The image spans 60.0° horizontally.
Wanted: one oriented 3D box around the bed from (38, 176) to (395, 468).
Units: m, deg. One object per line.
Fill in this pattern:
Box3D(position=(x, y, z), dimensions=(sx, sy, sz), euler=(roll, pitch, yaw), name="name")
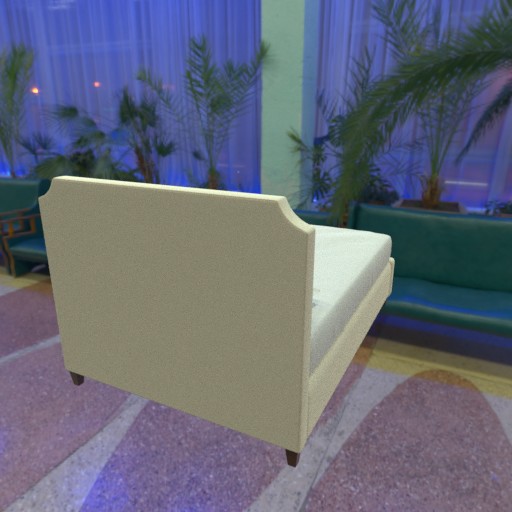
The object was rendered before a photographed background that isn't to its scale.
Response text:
Box3D(position=(0.000, 0.000, 3.401), dimensions=(1.703, 1.415, 2.329), euler=(9, 21, 25), name="bed")
